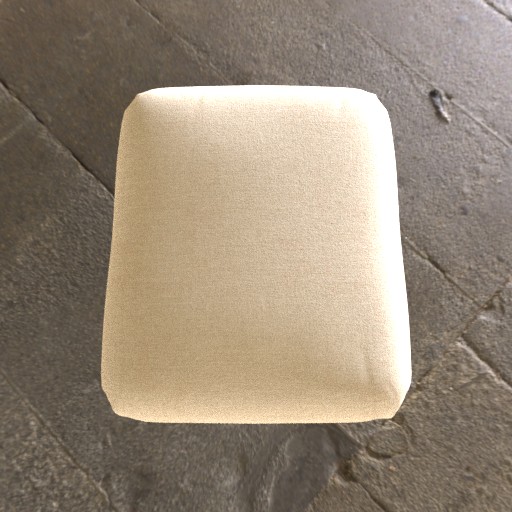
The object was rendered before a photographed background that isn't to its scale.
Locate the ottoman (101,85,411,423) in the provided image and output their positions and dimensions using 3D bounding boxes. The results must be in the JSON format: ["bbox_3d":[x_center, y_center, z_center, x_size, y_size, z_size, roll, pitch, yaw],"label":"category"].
[{"bbox_3d":[0.000,0.000,1.083,0.622,0.450,0.747,0,75,0],"label":"ottoman"}]
